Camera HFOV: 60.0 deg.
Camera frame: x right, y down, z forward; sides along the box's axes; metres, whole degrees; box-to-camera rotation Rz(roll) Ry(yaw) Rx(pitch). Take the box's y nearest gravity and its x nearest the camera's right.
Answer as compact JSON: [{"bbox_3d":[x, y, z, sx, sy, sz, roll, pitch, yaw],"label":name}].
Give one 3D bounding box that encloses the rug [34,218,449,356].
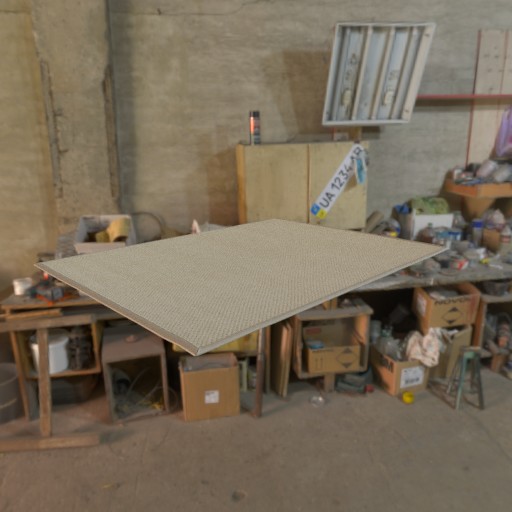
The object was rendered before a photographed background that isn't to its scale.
[{"bbox_3d":[0.000,0.000,2.707,2.081,0.020,1.525,-15,21,-43],"label":"rug"}]
